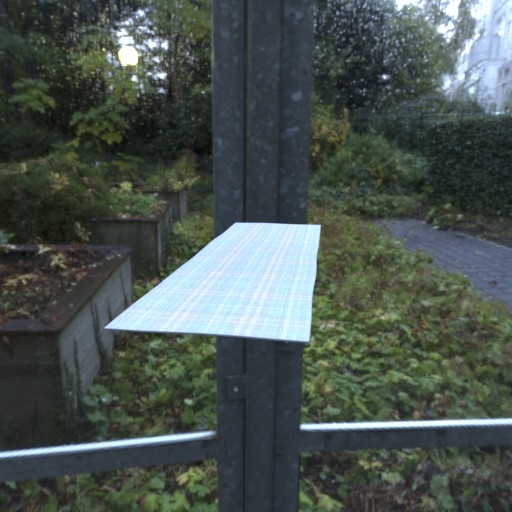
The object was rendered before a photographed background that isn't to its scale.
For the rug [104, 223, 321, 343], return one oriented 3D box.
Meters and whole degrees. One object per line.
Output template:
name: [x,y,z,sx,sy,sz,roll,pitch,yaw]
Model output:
rug: [0.000,0.000,2.762,0.762,0.013,2.439,2,14,9]
